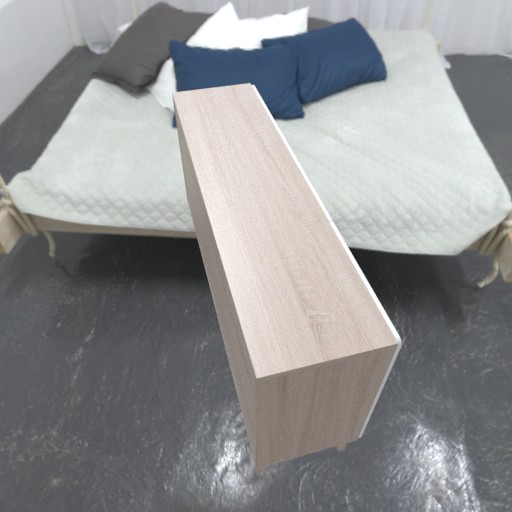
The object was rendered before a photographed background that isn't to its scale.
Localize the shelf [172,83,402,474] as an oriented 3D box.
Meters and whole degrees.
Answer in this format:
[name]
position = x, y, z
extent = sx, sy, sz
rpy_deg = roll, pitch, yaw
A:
[shelf]
position = 0.000, 0.000, 1.866
extent = 0.400, 0.780, 1.490
rpy_deg = -11, 48, -10
